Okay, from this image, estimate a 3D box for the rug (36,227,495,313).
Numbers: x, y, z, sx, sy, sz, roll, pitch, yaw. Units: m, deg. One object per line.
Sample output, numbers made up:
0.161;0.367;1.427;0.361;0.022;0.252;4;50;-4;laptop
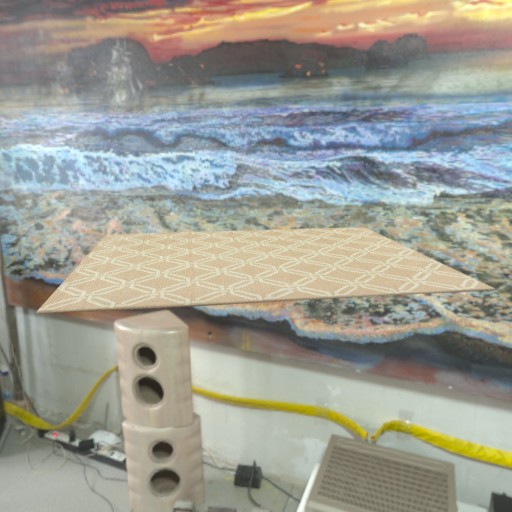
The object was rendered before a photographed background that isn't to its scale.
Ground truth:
0.000;0.000;3.847;2.895;0.018;2.288;-2;14;-8;rug
